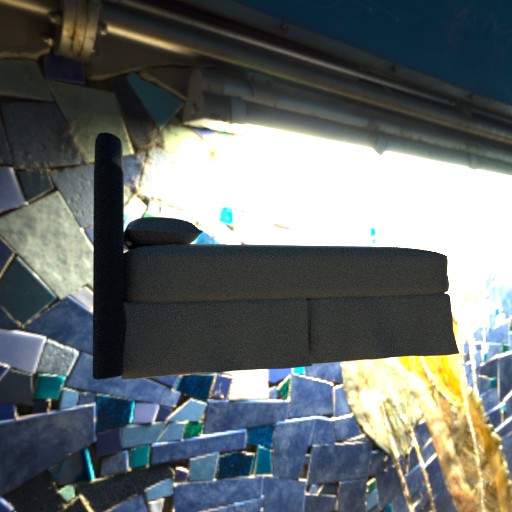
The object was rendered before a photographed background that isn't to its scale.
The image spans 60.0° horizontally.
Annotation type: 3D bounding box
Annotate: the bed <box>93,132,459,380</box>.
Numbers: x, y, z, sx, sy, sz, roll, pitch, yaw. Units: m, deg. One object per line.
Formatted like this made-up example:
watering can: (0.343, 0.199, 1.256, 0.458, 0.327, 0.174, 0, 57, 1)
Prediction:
bed: (0.000, 0.000, 3.338, 2.260, 1.297, 1.831, 0, -1, -19)
